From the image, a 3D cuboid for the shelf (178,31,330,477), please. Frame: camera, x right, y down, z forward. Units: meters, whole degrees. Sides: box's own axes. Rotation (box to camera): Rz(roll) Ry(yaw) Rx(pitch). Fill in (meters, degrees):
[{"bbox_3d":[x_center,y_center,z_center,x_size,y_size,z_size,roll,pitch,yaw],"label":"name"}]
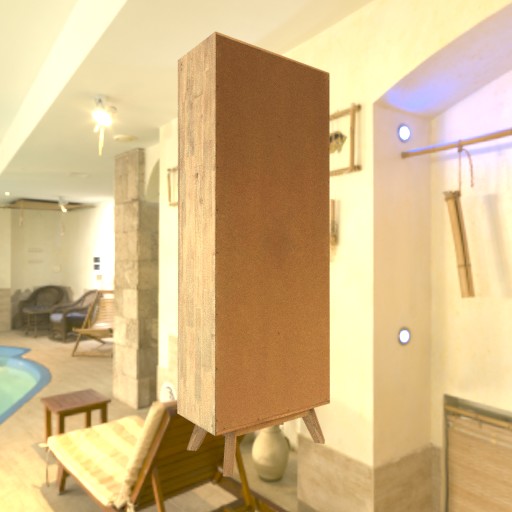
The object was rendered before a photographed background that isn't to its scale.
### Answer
[{"bbox_3d":[0.000,0.000,1.568,0.491,1.342,0.267,0,0,-37],"label":"shelf"}]
